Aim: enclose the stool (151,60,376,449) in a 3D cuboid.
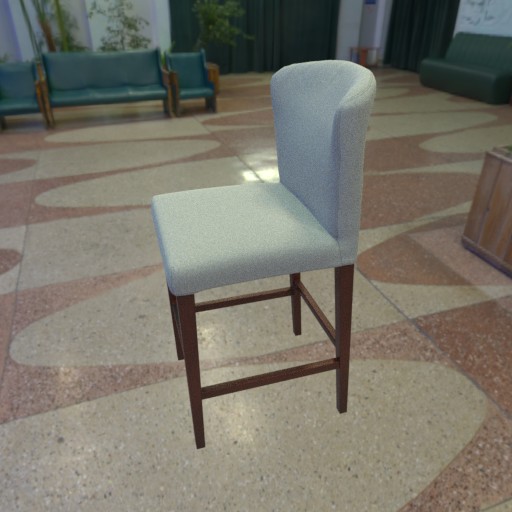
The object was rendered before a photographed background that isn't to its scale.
[{"bbox_3d":[0.000,0.000,1.351,0.568,1.069,0.479,-9,32,-14],"label":"stool"}]
